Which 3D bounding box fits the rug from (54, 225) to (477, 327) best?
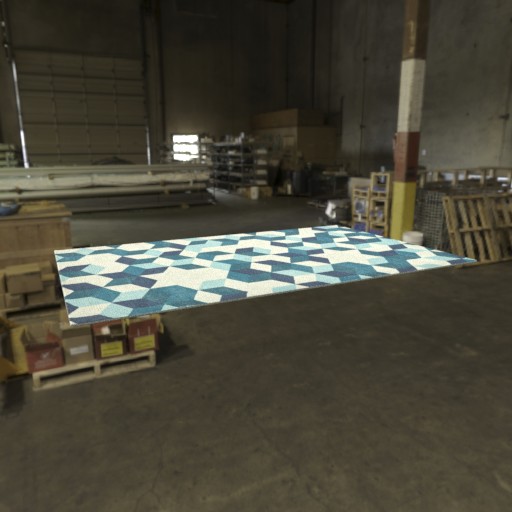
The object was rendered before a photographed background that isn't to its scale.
[{"bbox_3d":[0.000,0.000,2.998,2.438,0.015,1.518,-7,15,-25],"label":"rug"}]
